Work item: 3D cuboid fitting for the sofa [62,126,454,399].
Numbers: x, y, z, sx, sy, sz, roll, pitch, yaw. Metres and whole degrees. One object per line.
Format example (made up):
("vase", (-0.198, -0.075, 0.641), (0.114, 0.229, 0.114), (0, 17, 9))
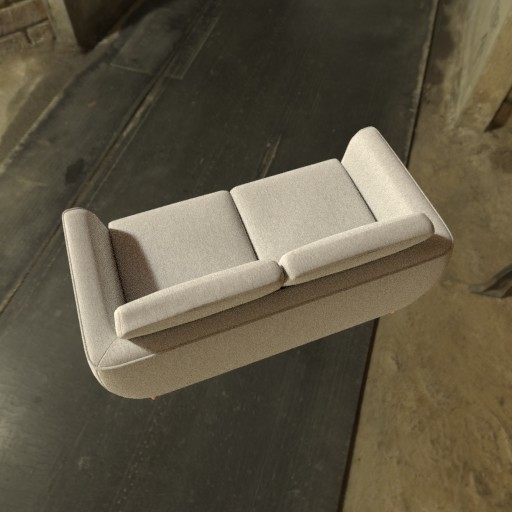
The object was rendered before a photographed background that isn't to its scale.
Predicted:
("sofa", (0.000, 0.000, 2.222), (1.700, 0.850, 0.920), (-18, 61, -10))
